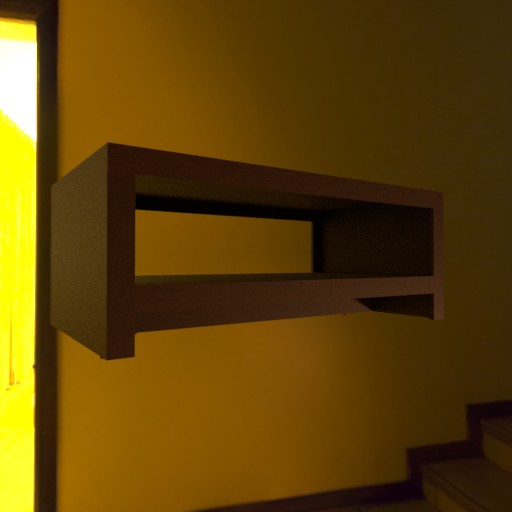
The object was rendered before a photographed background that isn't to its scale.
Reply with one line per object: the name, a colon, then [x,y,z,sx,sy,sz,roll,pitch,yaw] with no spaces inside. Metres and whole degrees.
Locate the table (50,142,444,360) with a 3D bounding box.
table: [0.000,0.000,1.407,1.099,0.424,0.597,1,-1,-34]
